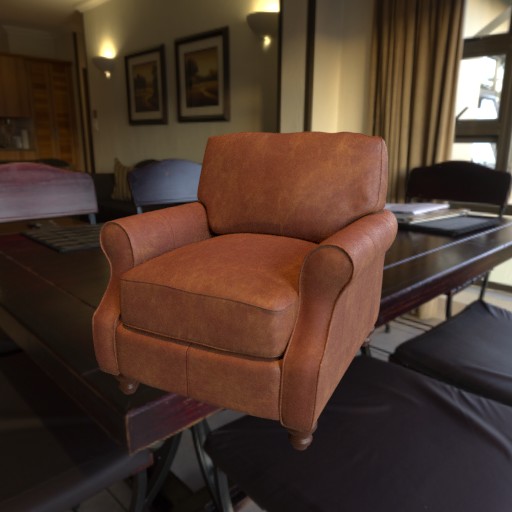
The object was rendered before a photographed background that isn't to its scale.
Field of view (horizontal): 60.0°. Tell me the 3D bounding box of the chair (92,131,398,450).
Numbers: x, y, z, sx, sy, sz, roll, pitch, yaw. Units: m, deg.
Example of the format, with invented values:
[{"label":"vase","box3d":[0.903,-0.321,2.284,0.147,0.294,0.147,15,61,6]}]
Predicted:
[{"label":"chair","box3d":[0.000,0.000,1.753,0.983,0.962,0.986,7,16,26]}]
